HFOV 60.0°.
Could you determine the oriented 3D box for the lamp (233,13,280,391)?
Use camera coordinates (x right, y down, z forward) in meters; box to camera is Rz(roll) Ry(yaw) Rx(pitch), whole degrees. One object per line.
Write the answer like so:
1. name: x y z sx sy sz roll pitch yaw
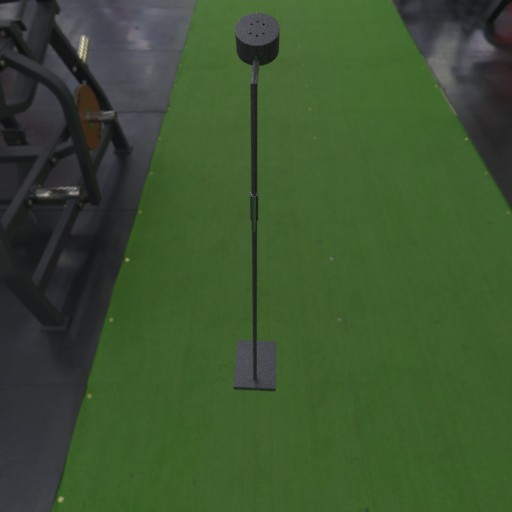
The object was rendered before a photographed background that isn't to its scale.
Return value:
1. lamp: 0.000 0.000 1.663 0.203 1.600 0.304 2 47 2
